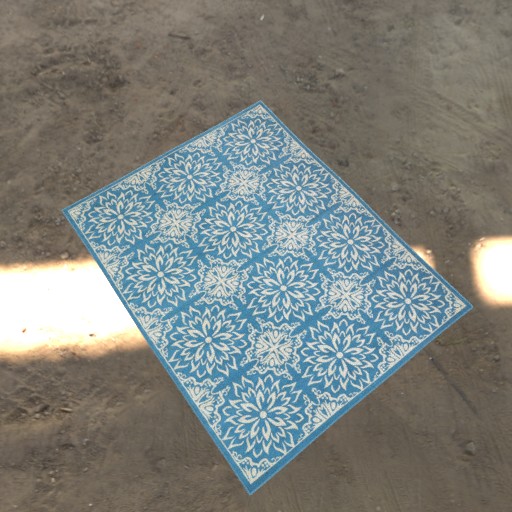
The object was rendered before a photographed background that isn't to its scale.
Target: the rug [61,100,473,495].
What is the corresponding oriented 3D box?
[{"bbox_3d":[0.000,0.000,3.940,2.350,0.018,2.964,-34,68,-16],"label":"rug"}]
